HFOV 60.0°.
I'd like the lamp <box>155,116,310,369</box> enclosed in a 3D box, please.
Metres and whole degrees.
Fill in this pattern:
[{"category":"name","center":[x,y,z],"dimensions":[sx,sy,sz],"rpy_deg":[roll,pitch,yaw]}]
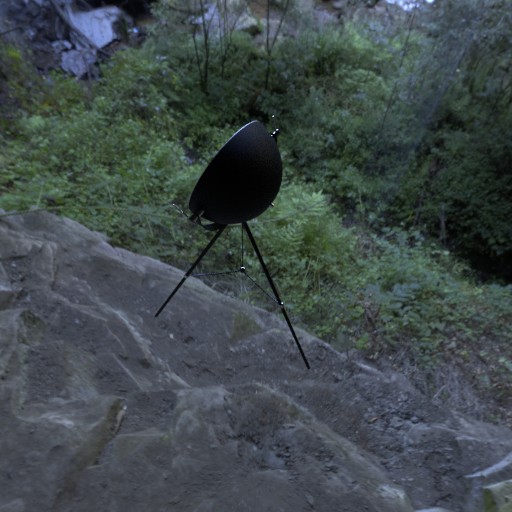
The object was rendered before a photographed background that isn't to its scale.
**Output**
[{"category":"lamp","center":[0.000,0.000,2.020],"dimensions":[0.920,1.512,0.817],"rpy_deg":[35,69,16]}]
